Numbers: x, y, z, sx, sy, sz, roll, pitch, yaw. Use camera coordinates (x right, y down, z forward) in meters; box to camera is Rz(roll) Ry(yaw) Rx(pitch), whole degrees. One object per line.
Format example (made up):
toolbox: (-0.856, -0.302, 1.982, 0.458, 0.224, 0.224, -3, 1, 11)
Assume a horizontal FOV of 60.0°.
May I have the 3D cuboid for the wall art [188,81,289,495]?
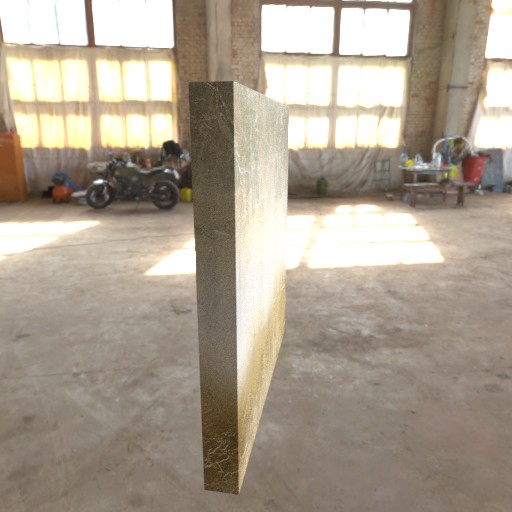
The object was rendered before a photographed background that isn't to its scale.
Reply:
wall art: (0.000, 0.000, 0.605, 0.038, 0.407, 0.405, 3, 16, 10)
